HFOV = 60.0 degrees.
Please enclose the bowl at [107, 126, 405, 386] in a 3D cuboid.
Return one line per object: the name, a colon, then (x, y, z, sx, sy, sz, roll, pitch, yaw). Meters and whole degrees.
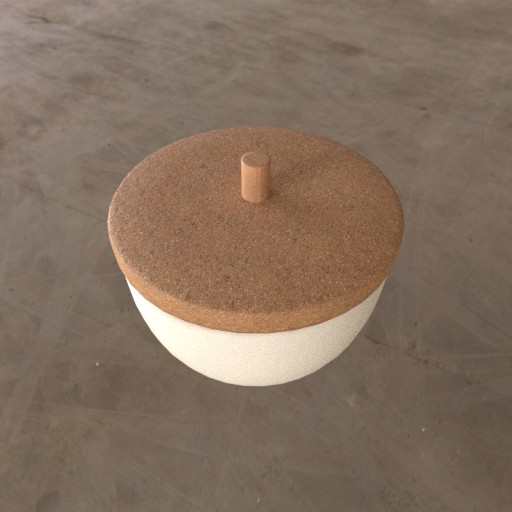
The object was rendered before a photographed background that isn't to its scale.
bowl: (0.000, 0.000, 0.217, 0.126, 0.110, 0.126, 0, 45, 0)
